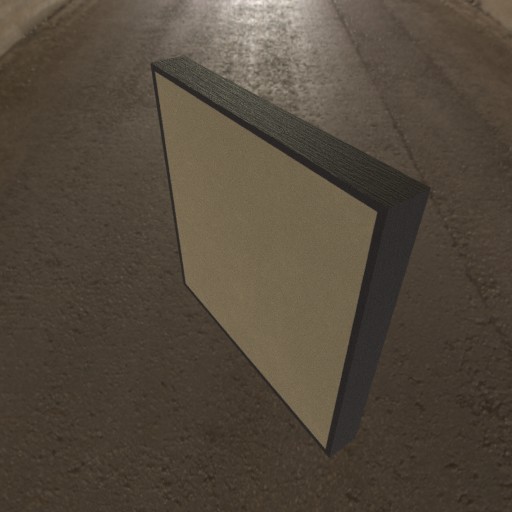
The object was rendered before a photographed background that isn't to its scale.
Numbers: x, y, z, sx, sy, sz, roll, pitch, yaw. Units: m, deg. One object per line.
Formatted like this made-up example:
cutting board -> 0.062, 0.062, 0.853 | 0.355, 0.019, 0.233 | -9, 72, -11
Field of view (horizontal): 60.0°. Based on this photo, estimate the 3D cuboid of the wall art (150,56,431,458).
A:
wall art -> 0.000, 0.000, 0.442 | 0.036, 0.300, 0.302 | -25, 47, -26
